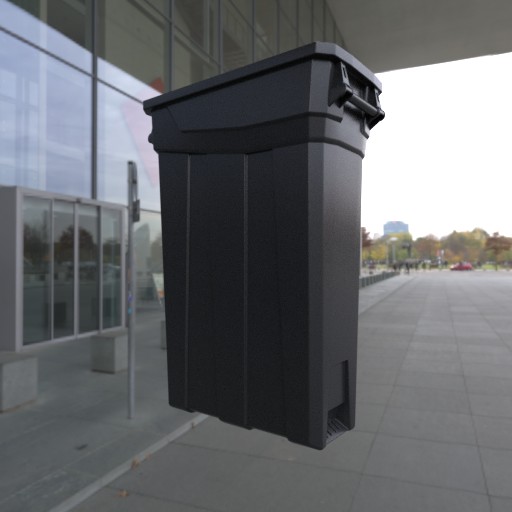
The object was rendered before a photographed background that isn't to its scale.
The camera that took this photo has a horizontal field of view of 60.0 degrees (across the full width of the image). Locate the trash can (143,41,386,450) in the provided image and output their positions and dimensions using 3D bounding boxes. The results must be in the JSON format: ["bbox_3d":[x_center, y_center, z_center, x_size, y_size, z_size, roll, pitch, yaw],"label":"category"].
[{"bbox_3d":[0.000,0.000,1.046,0.559,0.762,0.281,-1,-1,38],"label":"trash can"}]
